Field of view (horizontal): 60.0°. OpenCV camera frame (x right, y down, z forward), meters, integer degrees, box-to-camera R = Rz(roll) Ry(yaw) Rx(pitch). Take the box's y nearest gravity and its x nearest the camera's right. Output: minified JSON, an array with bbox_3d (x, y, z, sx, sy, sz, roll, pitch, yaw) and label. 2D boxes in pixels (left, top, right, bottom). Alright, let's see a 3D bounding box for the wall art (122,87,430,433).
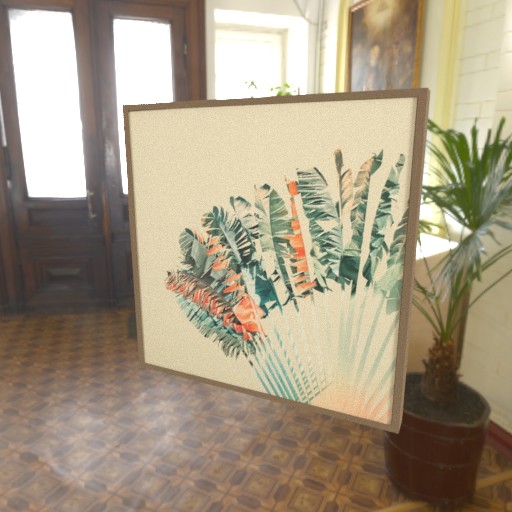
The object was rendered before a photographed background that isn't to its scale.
[{"bbox_3d":[0.000,0.000,0.752,0.508,0.506,0.038,6,15,25],"label":"wall art"}]
